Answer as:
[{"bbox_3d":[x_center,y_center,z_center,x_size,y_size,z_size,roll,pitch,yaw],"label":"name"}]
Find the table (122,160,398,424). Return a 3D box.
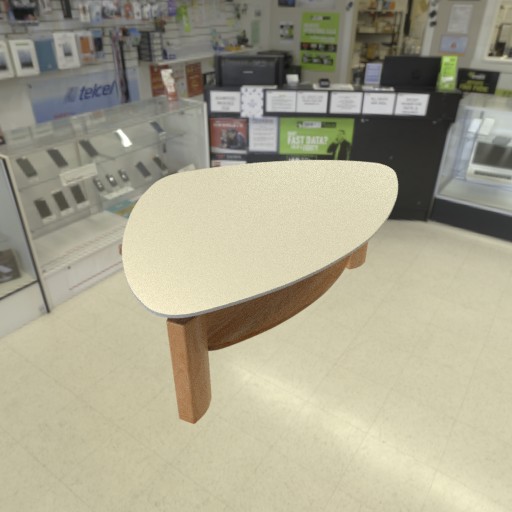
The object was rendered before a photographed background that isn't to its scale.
[{"bbox_3d":[0.000,0.000,1.647,0.850,0.440,1.250,22,37,32],"label":"table"}]
